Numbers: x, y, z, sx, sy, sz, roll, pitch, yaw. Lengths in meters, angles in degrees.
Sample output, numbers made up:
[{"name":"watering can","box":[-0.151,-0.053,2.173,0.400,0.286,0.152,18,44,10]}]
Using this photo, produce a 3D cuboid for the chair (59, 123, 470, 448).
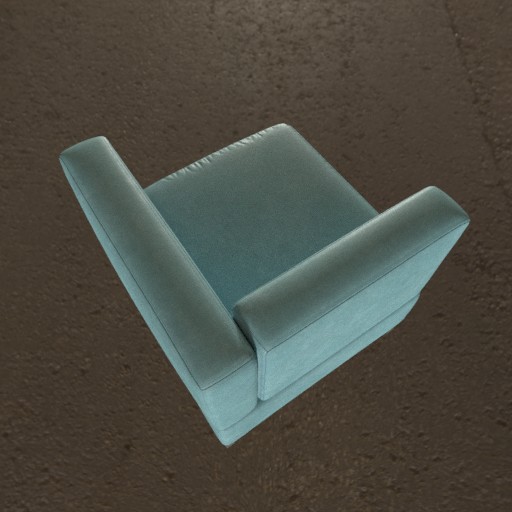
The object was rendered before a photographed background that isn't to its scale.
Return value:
[{"name":"chair","box":[0.000,0.000,1.216,0.680,0.660,0.680,-30,64,-17]}]
